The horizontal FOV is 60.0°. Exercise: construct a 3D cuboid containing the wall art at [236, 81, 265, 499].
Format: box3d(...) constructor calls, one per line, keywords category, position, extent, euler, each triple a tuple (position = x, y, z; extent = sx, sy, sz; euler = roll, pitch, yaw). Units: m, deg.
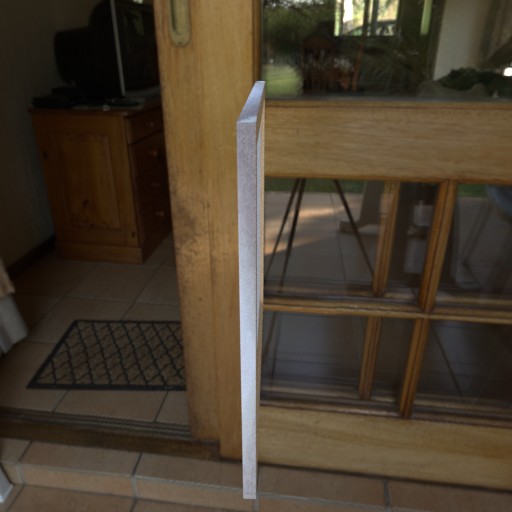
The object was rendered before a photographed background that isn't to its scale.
box3d(category="wall art", position=(0.000, 0.000, 1.107), extent=(0.027, 0.762, 0.762), euler=(1, 25, 2))
